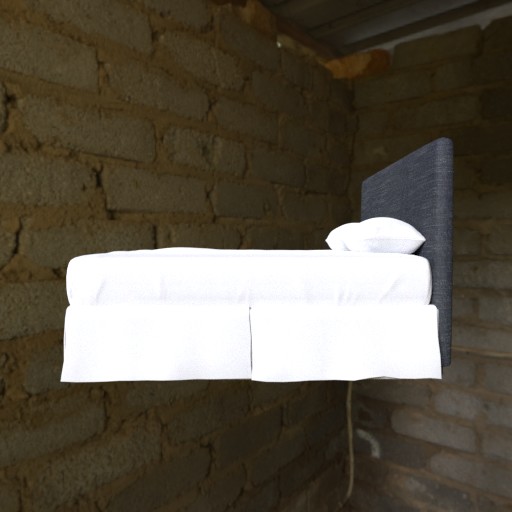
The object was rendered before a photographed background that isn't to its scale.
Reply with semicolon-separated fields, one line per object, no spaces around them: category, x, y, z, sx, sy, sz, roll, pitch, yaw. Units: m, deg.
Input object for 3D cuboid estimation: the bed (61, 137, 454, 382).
bed;0.000;0.000;3.163;2.142;1.330;1.723;0;1;0
